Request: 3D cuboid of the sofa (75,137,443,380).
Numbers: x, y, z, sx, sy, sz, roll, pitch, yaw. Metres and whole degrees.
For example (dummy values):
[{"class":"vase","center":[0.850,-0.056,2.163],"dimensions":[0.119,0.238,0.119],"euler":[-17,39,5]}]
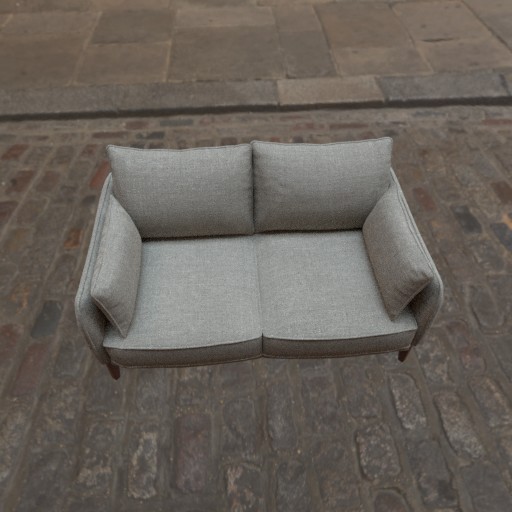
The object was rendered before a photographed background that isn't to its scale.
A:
[{"class":"sofa","center":[0.000,0.000,2.201],"dimensions":[1.580,0.851,0.972],"euler":[-3,48,-3]}]
